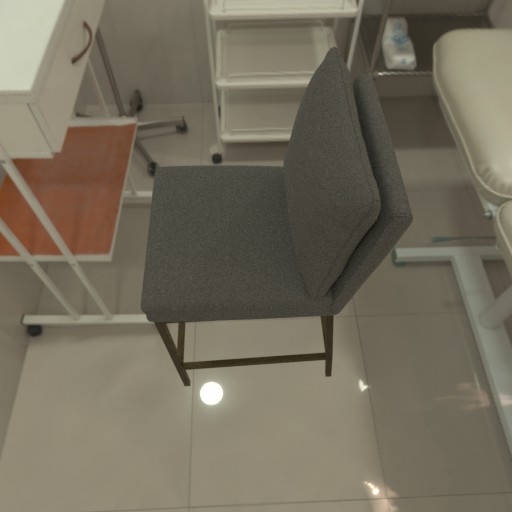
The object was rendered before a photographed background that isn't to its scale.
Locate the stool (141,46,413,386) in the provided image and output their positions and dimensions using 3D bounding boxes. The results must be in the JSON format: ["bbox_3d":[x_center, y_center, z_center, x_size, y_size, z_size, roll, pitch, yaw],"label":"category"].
[{"bbox_3d":[0.000,0.000,1.291,0.569,1.030,0.463,-2,58,-1],"label":"stool"}]
